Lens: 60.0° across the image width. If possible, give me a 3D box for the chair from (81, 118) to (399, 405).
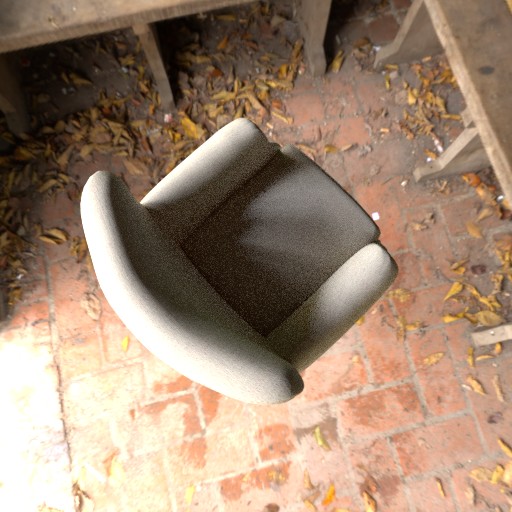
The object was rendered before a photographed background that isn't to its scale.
[{"bbox_3d":[0.000,0.000,1.678,0.921,0.936,0.861,-42,79,-10],"label":"chair"}]
